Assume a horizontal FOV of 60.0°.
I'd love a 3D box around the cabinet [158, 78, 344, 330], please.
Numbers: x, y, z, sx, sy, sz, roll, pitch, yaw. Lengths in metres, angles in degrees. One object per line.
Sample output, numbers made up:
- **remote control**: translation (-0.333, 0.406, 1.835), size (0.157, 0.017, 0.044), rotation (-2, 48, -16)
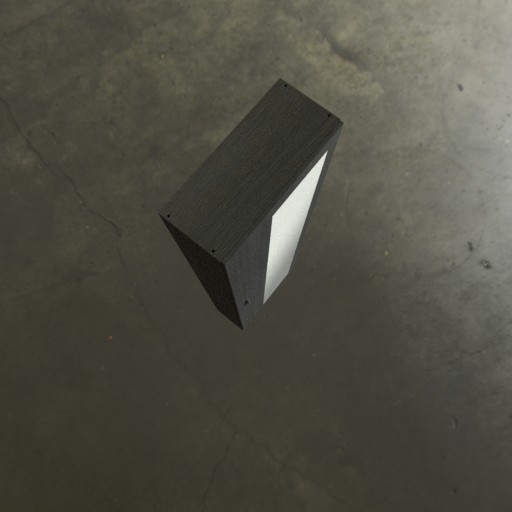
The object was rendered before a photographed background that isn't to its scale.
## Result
- **cabinet**: translation (0.000, 0.000, 2.007), size (0.230, 1.790, 0.500), rotation (38, 78, 9)
